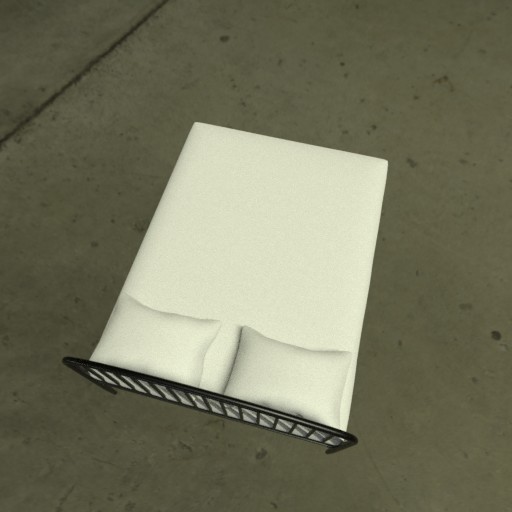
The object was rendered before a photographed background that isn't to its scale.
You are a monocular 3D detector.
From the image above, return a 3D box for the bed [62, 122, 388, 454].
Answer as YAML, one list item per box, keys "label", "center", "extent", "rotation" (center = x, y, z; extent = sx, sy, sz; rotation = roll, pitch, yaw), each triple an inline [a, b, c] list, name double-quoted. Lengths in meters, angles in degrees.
- label: "bed"
  center: [0.000, 0.000, 3.097]
  extent: [1.618, 1.166, 2.159]
  rotation: [13, 64, 7]
